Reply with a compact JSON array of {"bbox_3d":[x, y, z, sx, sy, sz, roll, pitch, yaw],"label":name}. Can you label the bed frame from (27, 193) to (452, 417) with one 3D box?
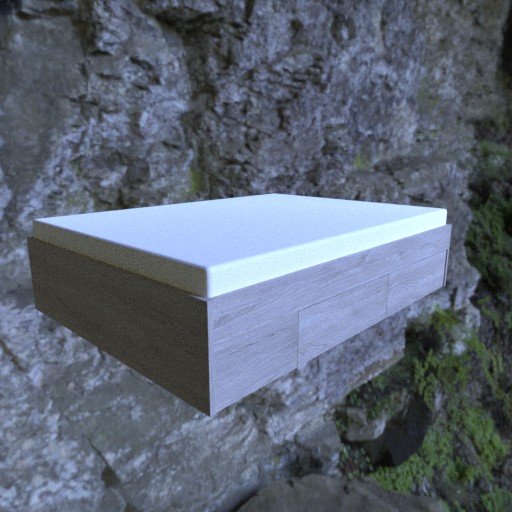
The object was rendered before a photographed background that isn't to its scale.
[{"bbox_3d":[0.000,0.000,2.542,1.448,0.490,1.944,13,18,42],"label":"bed frame"}]
